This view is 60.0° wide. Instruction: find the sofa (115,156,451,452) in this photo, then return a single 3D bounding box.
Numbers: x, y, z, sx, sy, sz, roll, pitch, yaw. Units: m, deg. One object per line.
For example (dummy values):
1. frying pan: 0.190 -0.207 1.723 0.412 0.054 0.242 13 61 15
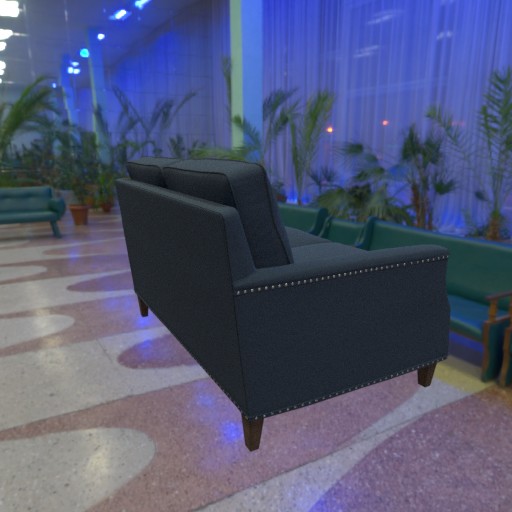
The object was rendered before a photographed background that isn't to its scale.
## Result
1. sofa: 0.000 0.000 2.271 1.084 1.003 1.597 -8 16 -28
